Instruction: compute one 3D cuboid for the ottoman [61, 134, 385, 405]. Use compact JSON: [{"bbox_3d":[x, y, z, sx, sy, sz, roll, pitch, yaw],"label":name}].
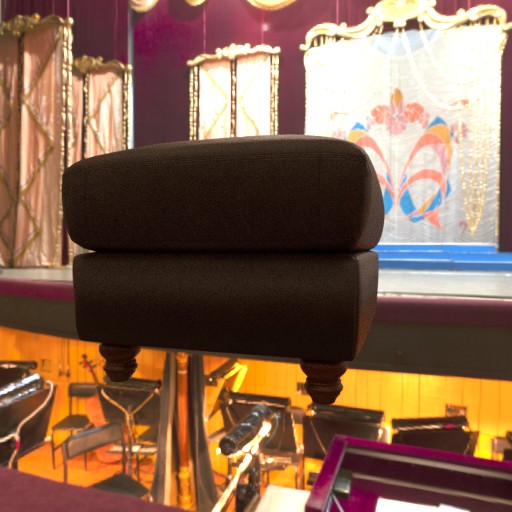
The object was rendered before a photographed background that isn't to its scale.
[{"bbox_3d":[0.000,0.000,1.237,0.670,0.569,0.806,0,1,18],"label":"ottoman"}]
